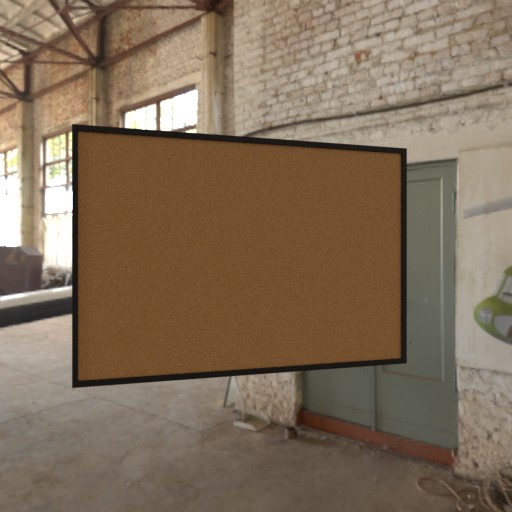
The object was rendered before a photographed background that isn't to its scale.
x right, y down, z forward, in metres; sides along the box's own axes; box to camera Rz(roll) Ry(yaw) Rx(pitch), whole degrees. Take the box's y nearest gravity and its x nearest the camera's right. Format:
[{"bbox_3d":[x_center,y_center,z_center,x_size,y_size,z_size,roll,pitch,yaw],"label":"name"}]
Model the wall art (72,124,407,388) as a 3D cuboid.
[{"bbox_3d":[0.000,0.000,1.249,0.963,0.665,0.013,0,0,-15],"label":"wall art"}]
